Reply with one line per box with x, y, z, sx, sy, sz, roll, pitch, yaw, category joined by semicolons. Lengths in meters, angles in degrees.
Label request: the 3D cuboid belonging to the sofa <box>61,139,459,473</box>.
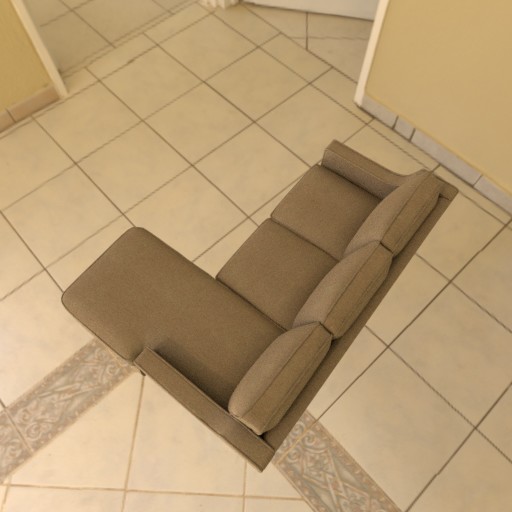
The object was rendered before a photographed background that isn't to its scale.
0.000;0.000;3.285;1.858;1.081;2.317;35;68;16;sofa
